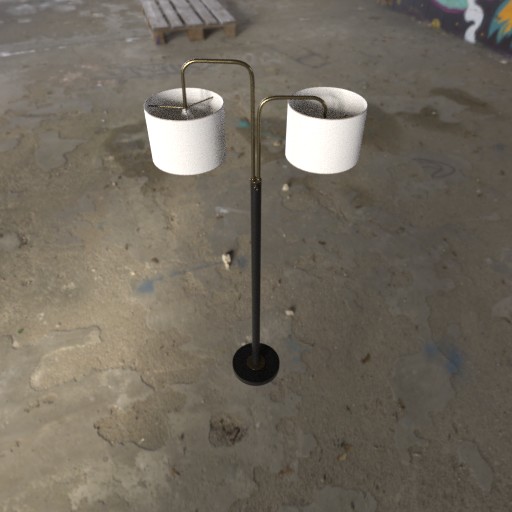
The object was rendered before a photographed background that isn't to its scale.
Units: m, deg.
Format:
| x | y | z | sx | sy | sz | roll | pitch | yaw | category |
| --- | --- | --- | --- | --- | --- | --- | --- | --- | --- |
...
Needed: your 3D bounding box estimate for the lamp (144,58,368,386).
| x | y | z | sx | sy | sz | roll | pitch | yaw | category |
| --- | --- | --- | --- | --- | --- | --- | --- | --- | --- |
| 0.000 | 0.000 | 1.857 | 0.711 | 1.587 | 0.254 | -1 | 42 | -1 | lamp |
